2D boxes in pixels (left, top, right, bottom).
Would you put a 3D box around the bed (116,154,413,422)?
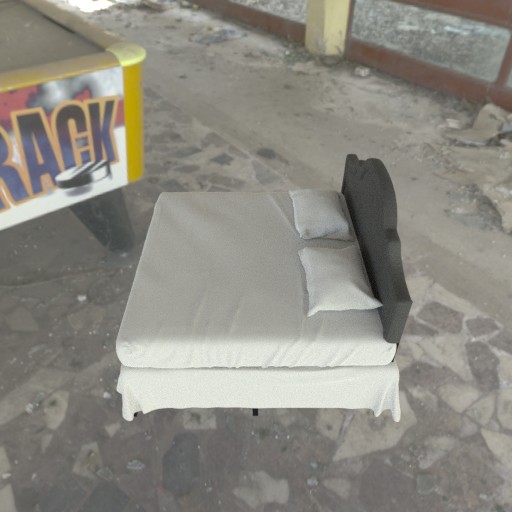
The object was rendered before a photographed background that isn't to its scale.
[{"bbox_3d":[0.000,0.000,3.762,2.222,1.631,2.303,0,40,0],"label":"bed"}]
